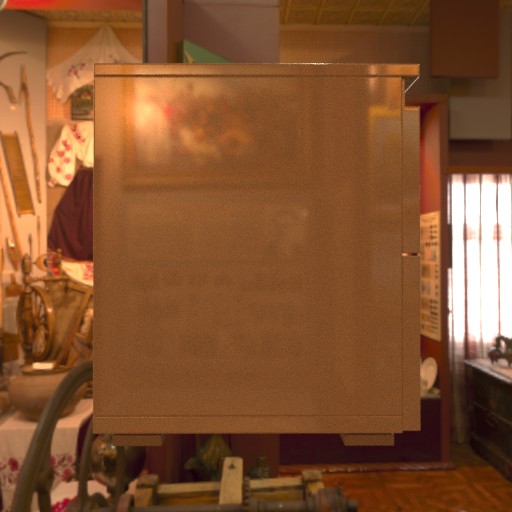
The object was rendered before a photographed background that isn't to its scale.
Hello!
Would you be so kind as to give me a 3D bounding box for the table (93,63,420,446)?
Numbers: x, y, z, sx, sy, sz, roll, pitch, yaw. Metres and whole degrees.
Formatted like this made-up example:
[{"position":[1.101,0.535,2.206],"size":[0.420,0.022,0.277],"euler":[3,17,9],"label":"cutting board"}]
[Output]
[{"position":[0.000,0.000,0.752],"size":[0.400,0.470,0.420],"euler":[0,0,0],"label":"table"}]
